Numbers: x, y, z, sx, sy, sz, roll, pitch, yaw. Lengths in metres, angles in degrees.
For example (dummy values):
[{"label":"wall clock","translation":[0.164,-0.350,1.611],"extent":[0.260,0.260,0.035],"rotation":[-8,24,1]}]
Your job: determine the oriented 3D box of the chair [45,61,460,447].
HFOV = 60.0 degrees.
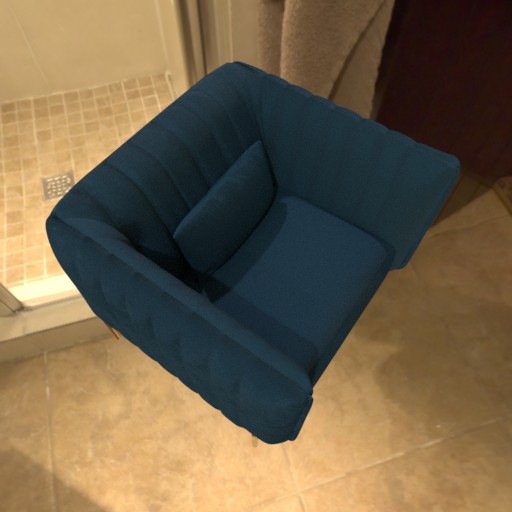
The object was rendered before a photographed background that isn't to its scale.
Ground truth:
[{"label":"chair","translation":[0.000,0.000,1.543],"extent":[0.877,0.793,0.947],"rotation":[32,64,18]}]
